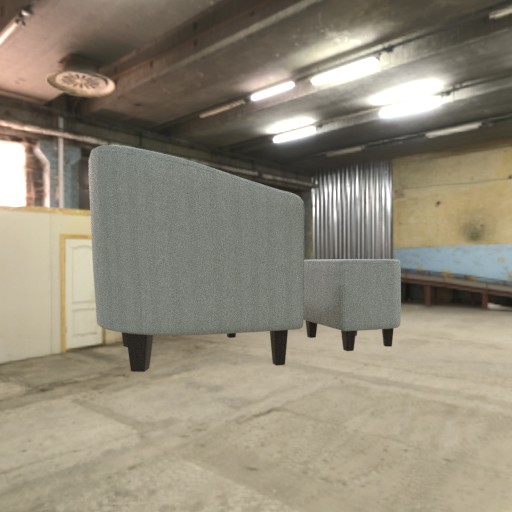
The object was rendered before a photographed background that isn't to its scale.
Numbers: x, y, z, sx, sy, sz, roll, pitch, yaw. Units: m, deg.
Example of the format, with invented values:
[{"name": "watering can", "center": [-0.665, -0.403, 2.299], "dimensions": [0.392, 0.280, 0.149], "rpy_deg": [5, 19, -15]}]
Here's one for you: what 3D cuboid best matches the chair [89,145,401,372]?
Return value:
[{"name": "chair", "center": [0.000, 0.000, 1.819], "dimensions": [1.288, 0.757, 0.756], "rpy_deg": [0, -1, -20]}]
